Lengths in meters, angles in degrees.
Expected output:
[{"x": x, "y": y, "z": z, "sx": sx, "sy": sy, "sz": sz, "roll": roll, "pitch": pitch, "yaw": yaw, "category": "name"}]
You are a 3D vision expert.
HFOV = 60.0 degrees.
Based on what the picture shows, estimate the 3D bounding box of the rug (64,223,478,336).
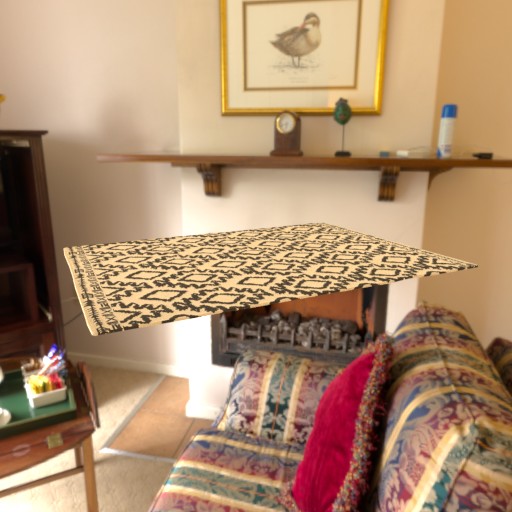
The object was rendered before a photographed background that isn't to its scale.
[{"x": 0.000, "y": 0.000, "z": 4.364, "sx": 3.369, "sy": 0.036, "sz": 2.444, "roll": -7, "pitch": 16, "yaw": -26, "category": "rug"}]
